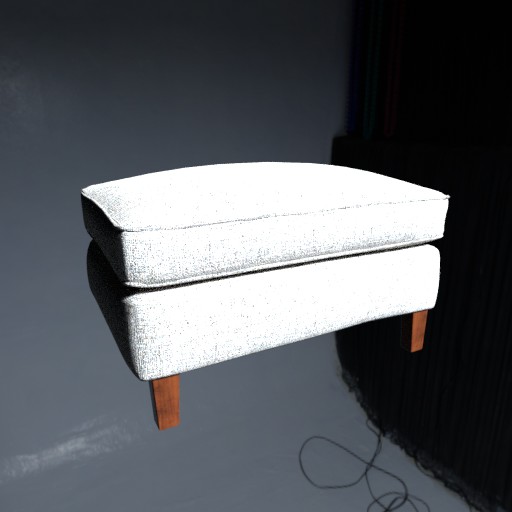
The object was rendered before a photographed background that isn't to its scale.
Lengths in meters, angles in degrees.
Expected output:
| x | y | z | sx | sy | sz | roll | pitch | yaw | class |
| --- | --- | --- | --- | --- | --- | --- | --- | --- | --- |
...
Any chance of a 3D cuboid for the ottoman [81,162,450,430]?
| x | y | z | sx | sy | sz | roll | pitch | yaw | class |
| --- | --- | --- | --- | --- | --- | --- | --- | --- | --- |
| 0.000 | 0.000 | 0.998 | 0.686 | 0.406 | 0.508 | -8 | 19 | -26 | ottoman |
